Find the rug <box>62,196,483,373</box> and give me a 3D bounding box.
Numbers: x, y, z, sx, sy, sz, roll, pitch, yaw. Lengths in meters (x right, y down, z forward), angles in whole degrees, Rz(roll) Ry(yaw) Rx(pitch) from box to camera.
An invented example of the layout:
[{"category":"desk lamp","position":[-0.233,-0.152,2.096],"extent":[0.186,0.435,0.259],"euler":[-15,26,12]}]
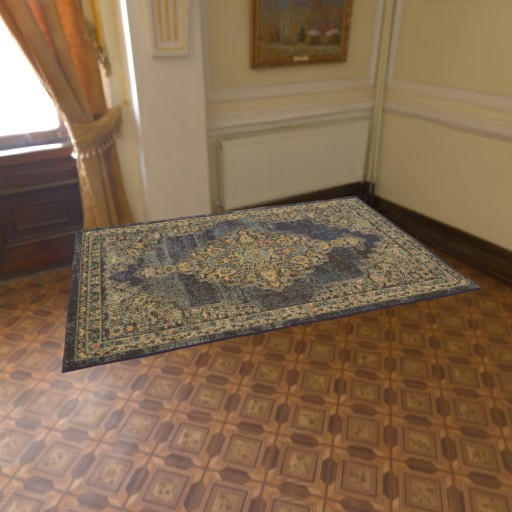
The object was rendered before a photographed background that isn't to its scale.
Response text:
[{"category":"rug","position":[0.000,0.000,2.254],"extent":[1.781,0.012,1.184],"euler":[-9,30,-15]}]
